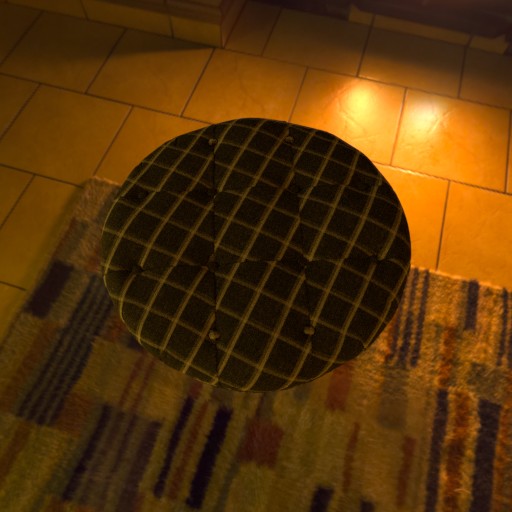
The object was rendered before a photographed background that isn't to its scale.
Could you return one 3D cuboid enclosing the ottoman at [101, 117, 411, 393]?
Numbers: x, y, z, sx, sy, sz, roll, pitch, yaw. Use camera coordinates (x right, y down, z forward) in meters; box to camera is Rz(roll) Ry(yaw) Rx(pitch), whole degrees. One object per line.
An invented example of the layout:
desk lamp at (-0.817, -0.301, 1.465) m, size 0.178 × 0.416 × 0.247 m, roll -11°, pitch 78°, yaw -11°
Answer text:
ottoman at (0.000, 0.000, 1.434) m, size 0.901 × 0.439 × 0.901 m, roll 0°, pitch 64°, yaw 0°
